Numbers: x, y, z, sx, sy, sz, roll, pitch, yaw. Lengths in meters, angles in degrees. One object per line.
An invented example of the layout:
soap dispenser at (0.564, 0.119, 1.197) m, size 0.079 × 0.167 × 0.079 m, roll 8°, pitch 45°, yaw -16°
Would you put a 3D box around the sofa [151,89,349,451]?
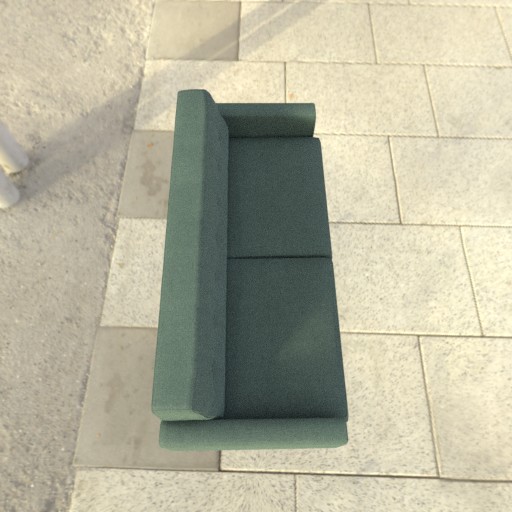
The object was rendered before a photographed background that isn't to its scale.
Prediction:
sofa at (0.000, 0.000, 2.548) m, size 0.909 × 0.841 × 2.029 m, roll -1°, pitch 64°, yaw 0°
